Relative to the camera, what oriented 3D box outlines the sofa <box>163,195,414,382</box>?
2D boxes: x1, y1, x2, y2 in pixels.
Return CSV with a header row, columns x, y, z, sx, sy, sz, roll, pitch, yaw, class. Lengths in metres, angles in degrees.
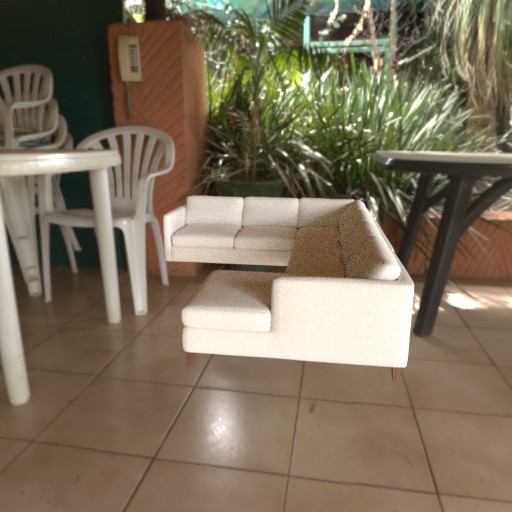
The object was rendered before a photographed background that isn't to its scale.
x,y,z,sx,sy,sz,roll,pitch,yaw,class
0.000,0.000,4.572,2.551,0.853,3.238,2,15,8,sofa
